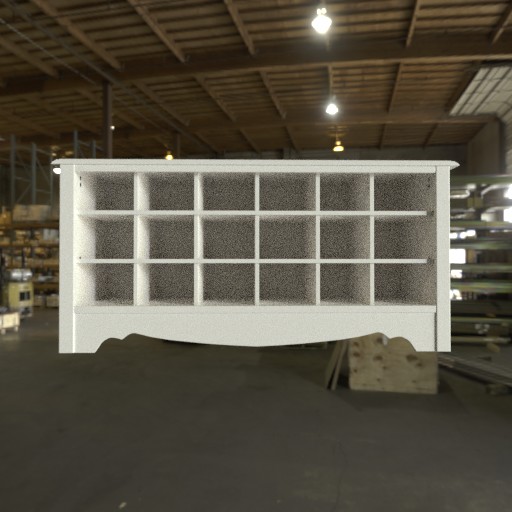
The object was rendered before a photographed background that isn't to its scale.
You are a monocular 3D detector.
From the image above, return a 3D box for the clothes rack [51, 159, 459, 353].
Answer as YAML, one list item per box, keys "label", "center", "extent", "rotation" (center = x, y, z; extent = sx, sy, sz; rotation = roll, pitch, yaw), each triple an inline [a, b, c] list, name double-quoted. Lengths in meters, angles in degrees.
- label: "clothes rack"
  center: [0.000, 0.000, 1.375]
  extent: [1.120, 0.531, 0.324]
  rotation: [0, -1, -1]
